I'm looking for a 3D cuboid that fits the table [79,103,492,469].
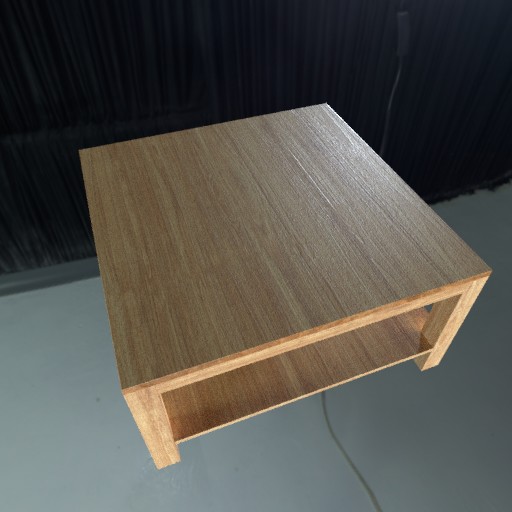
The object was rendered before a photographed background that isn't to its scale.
[{"bbox_3d":[0.000,0.000,1.429,0.900,0.450,0.900,-15,48,-14],"label":"table"}]
